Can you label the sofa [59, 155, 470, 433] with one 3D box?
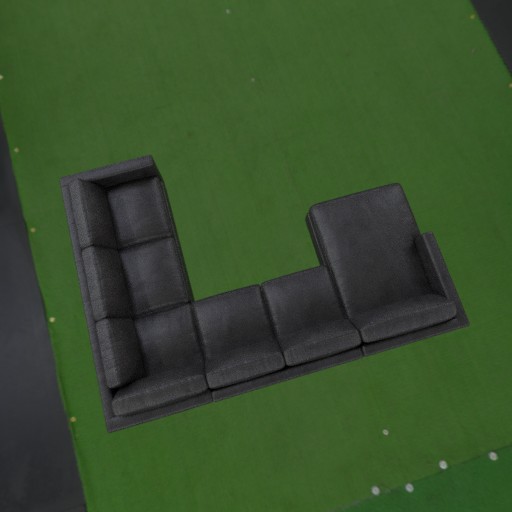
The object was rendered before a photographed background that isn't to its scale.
[{"bbox_3d":[0.000,0.000,4.445,3.324,0.891,2.452,-16,76,-4],"label":"sofa"}]
